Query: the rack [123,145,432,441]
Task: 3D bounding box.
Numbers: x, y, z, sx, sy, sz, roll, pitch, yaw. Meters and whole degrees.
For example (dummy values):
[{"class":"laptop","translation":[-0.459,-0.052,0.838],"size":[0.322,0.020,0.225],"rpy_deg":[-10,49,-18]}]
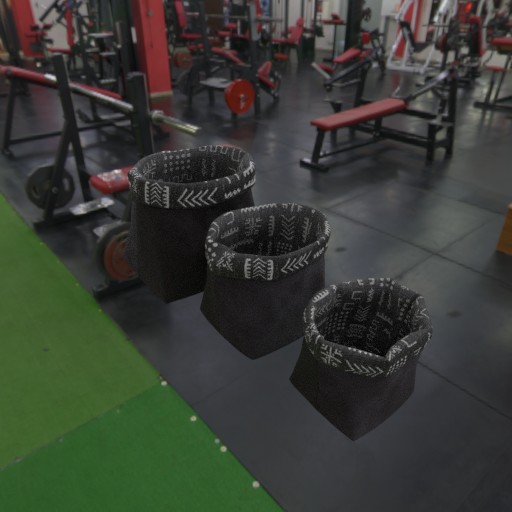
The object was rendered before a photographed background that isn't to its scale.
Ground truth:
[{"class":"rack","translation":[0.000,0.000,1.084],"size":[0.379,0.323,0.905],"rpy_deg":[-22,37,-32]}]
